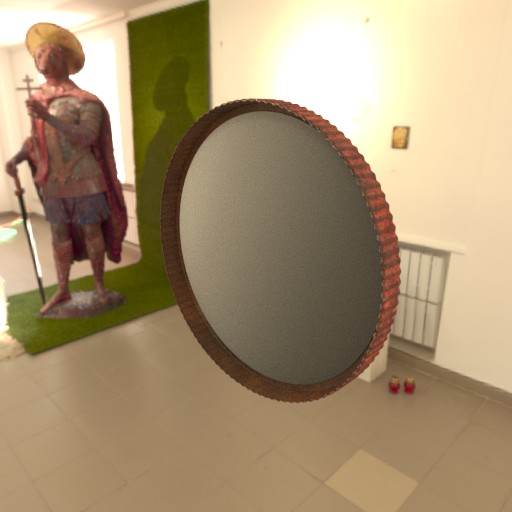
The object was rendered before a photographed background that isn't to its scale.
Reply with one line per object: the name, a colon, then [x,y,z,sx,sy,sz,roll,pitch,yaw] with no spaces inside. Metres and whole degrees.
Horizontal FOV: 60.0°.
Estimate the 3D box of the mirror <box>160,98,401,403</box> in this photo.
mirror: [0.000,0.000,0.909,0.609,0.609,0.056,16,24,42]
